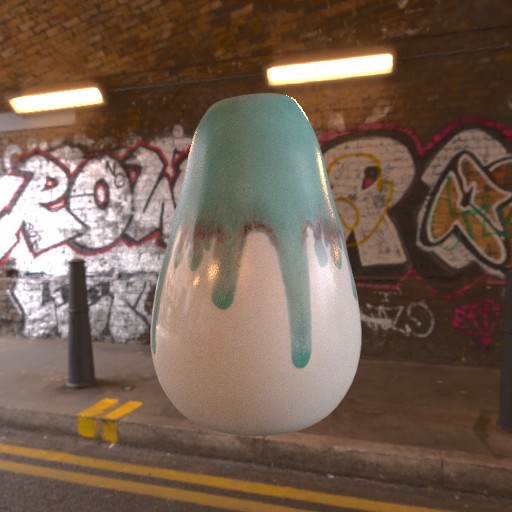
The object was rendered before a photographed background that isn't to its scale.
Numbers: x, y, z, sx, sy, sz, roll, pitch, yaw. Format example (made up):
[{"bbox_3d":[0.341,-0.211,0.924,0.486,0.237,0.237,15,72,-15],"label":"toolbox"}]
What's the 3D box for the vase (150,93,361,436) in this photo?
[{"bbox_3d":[0.000,0.000,0.251,0.116,0.179,0.116,0,-1,0],"label":"vase"}]
